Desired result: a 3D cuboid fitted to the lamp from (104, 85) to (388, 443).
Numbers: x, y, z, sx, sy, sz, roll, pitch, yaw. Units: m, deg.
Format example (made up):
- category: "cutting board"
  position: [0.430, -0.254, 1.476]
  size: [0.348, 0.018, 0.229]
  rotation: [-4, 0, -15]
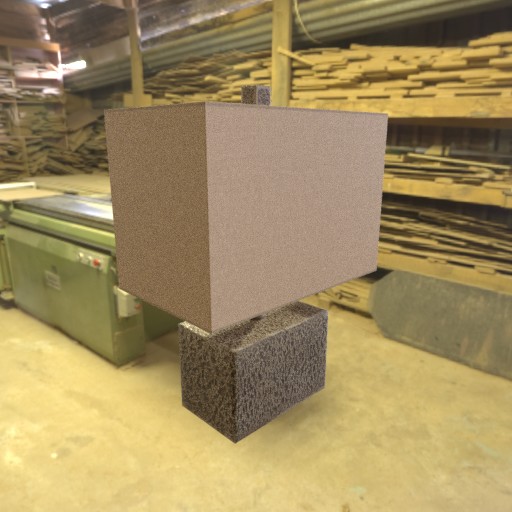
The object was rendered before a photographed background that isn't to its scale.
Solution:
- category: "lamp"
  position: [0.000, 0.000, 0.572]
  size: [0.294, 0.411, 0.180]
  rotation: [-14, 21, -42]
